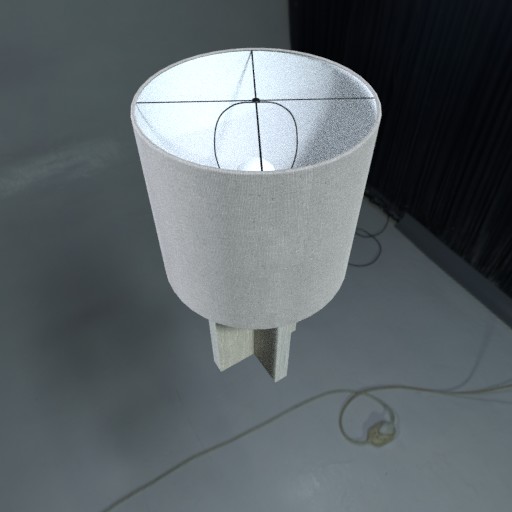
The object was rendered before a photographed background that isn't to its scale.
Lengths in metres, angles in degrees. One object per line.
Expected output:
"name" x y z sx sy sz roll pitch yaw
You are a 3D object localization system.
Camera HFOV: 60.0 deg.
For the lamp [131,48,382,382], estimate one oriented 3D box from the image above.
"lamp" 0.000 0.000 0.566 0.229 0.428 0.229 -25 52 -21
